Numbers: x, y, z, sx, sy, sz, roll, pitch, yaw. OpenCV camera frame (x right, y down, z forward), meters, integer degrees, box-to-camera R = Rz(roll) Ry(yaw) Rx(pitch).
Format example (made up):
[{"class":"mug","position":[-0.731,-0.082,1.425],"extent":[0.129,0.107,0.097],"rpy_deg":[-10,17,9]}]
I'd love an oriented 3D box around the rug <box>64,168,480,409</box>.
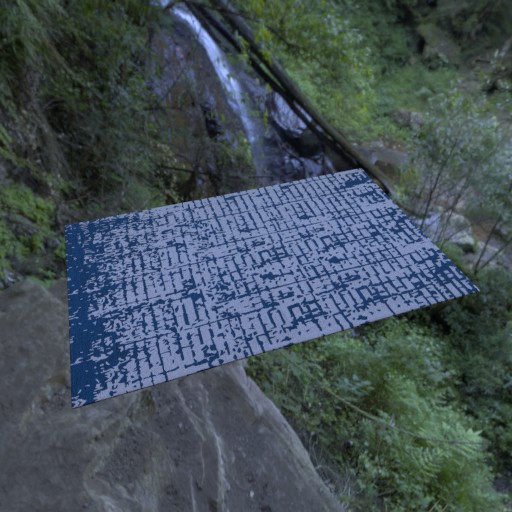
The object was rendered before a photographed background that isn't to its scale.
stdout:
[{"class":"rug","position":[0.000,0.000,2.997],"extent":[2.435,0.011,1.517],"rpy_deg":[-13,44,-14]}]
